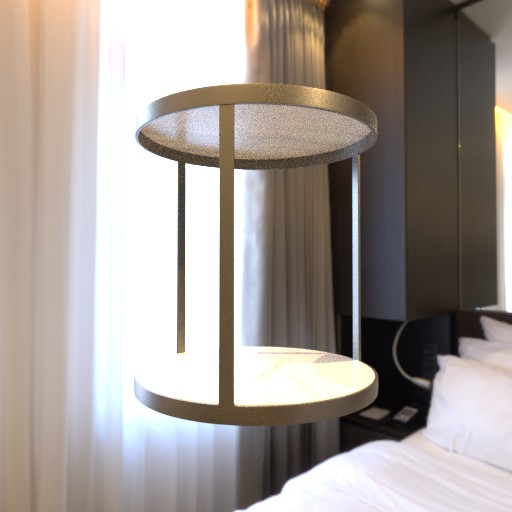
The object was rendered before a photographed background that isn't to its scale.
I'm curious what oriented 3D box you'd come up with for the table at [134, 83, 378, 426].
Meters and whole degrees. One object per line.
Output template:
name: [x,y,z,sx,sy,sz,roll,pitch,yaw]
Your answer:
table: [0.000,0.000,0.840,0.445,0.479,0.445,0,-1,0]
